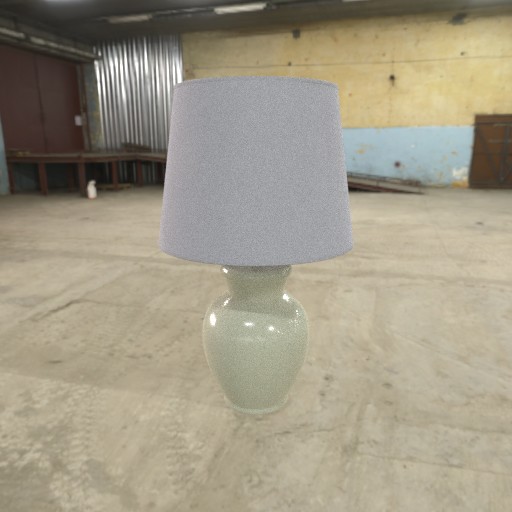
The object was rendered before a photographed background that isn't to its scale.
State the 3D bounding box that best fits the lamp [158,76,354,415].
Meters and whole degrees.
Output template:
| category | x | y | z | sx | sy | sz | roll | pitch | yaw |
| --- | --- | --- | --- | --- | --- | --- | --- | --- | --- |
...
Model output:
| category | x | y | z | sx | sy | sz | roll | pitch | yaw |
| --- | --- | --- | --- | --- | --- | --- | --- | --- | --- |
| lamp | 0.000 | 0.000 | 0.561 | 0.239 | 0.399 | 0.239 | 0 | 14 | 0 |
